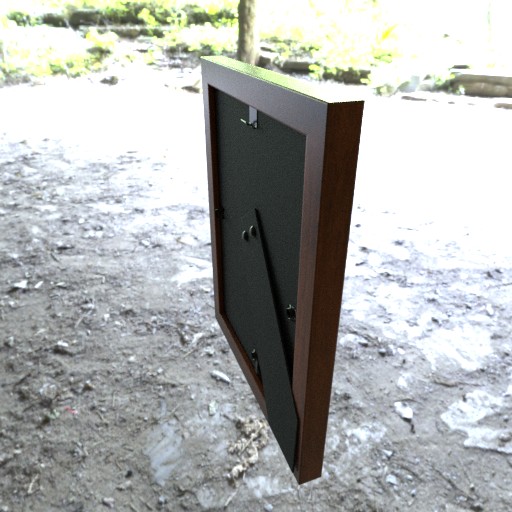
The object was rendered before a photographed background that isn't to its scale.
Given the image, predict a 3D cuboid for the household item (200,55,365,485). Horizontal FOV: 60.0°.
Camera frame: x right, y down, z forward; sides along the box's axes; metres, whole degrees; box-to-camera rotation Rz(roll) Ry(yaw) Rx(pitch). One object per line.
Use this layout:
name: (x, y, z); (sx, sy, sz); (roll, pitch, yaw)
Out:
household item: (0.000, 0.000, 0.324); (0.020, 0.250, 0.200); (-11, 31, -18)
